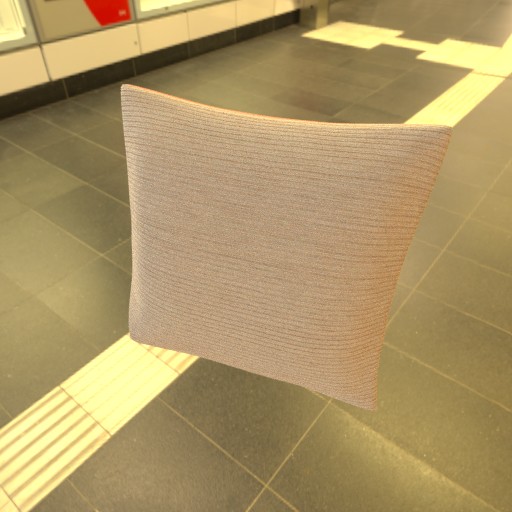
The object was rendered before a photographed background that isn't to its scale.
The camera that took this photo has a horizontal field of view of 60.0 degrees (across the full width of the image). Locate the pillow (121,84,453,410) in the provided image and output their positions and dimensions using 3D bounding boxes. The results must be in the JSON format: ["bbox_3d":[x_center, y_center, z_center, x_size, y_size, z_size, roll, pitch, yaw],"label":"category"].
[{"bbox_3d":[0.000,0.000,0.631,0.424,0.401,0.177,12,41,15],"label":"pillow"}]
